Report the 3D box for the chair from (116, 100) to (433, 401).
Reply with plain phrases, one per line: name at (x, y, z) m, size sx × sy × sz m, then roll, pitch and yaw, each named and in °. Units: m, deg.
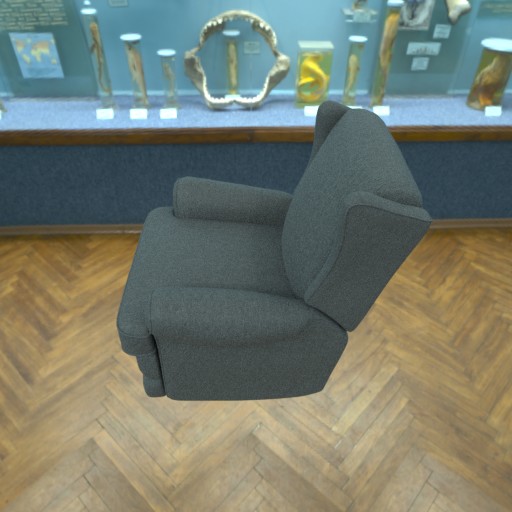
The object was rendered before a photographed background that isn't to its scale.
chair at (0.000, 0.000, 1.728) m, size 0.969 × 1.011 × 0.847 m, roll 0°, pitch 41°, yaw 0°
